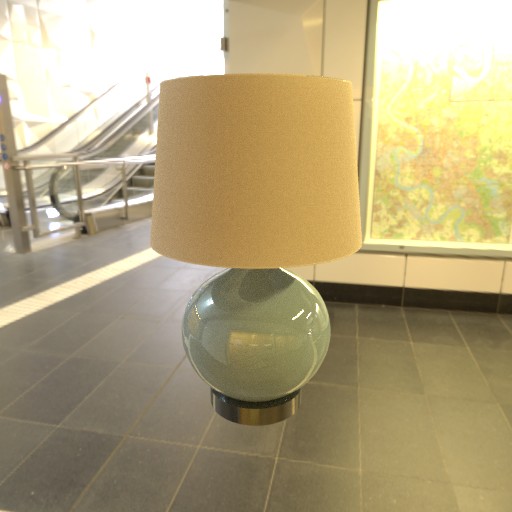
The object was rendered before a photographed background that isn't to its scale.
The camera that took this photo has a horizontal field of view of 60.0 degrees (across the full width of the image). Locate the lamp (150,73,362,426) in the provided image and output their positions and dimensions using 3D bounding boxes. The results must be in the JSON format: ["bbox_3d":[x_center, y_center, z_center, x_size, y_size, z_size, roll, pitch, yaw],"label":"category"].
[{"bbox_3d":[0.000,0.000,0.535,0.247,0.387,0.247,0,16,0],"label":"lamp"}]
